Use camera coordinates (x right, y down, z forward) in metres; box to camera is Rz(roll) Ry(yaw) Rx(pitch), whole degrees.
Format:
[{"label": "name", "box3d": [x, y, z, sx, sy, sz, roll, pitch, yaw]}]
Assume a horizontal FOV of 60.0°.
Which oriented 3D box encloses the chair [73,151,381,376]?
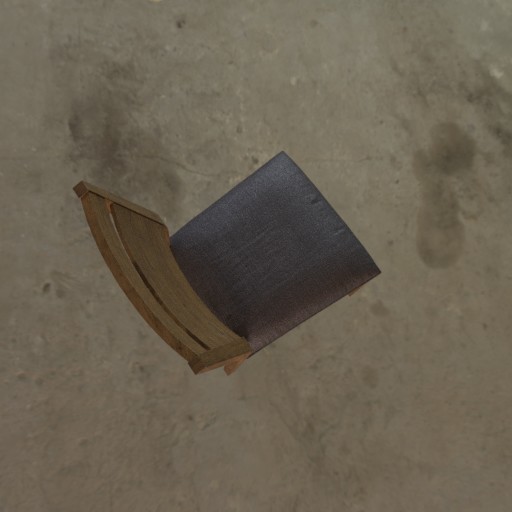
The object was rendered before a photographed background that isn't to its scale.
[{"label": "chair", "box3d": [0.000, 0.000, 1.288, 0.610, 0.939, 0.501, -35, 78, -9]}]
